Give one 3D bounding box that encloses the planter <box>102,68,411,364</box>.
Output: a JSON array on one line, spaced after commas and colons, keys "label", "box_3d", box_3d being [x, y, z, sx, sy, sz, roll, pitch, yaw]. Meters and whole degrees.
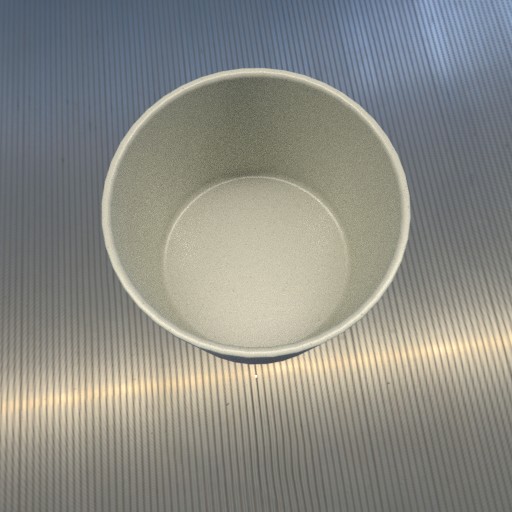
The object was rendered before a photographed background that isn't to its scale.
[{"label": "planter", "box_3d": [0.000, 0.000, 0.551, 0.261, 0.367, 0.261, 0, 75, 0]}]
